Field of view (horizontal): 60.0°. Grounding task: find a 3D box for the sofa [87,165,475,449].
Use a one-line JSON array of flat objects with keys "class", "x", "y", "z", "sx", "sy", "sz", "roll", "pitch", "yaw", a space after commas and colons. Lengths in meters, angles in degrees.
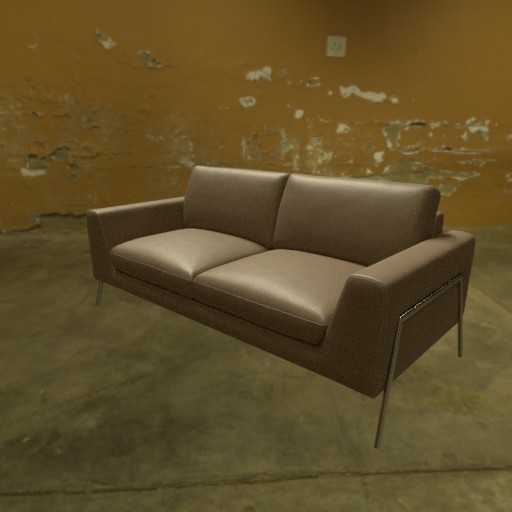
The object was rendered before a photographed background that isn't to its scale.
[{"class": "sofa", "x": 0.000, "y": 0.000, "z": 2.467, "sx": 2.017, "sy": 0.875, "sz": 0.953, "roll": 14, "pitch": 21, "yaw": 40}]
